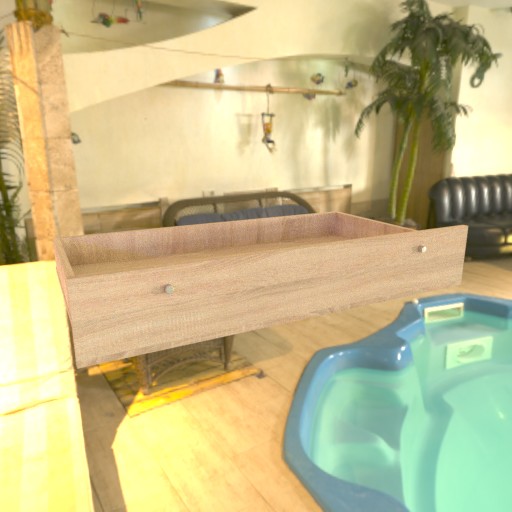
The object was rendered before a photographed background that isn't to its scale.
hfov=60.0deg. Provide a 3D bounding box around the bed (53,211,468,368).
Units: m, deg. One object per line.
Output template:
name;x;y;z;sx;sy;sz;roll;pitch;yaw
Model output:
bed;0.000;0.000;1.470;1.200;0.209;0.685;-8;17;-26
